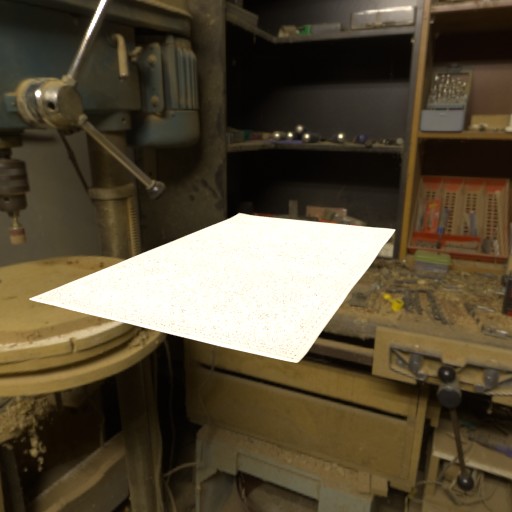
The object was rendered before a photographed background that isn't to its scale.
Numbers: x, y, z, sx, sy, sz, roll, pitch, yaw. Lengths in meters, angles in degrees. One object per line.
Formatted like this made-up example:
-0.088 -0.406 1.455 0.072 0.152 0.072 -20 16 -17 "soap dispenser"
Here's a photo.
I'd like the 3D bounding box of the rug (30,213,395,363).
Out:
0.000 0.000 3.080 1.518 0.023 2.434 8 19 24 "rug"
